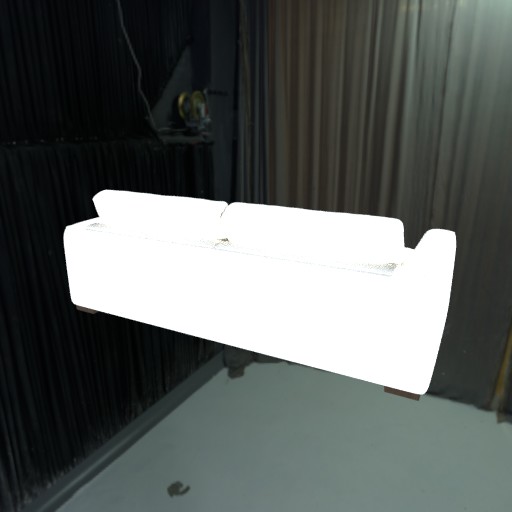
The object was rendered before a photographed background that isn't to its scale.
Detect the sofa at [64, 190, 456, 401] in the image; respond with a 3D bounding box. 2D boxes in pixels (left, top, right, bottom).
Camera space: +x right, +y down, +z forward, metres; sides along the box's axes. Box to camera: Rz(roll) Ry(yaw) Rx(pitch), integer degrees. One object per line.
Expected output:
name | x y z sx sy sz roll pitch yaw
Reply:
sofa | 0.000 0.000 2.805 2.262 0.801 1.070 9 19 26
